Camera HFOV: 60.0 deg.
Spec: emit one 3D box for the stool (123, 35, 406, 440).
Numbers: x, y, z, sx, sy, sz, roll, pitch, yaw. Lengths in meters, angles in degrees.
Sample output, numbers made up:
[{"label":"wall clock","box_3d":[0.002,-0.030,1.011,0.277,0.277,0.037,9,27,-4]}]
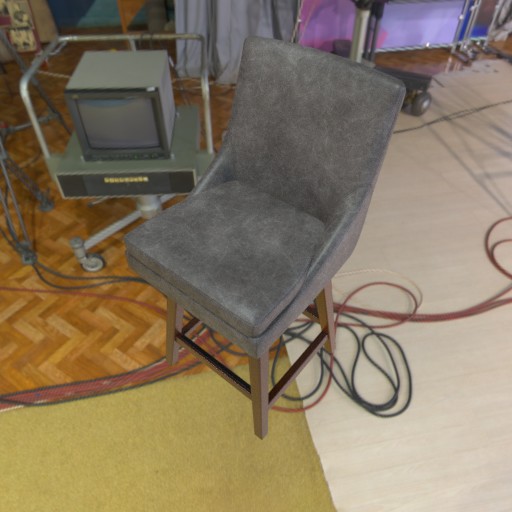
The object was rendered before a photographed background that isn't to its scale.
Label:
[{"label":"stool","box_3d":[0.000,0.000,1.346,0.492,1.046,0.587,31,53,26]}]
